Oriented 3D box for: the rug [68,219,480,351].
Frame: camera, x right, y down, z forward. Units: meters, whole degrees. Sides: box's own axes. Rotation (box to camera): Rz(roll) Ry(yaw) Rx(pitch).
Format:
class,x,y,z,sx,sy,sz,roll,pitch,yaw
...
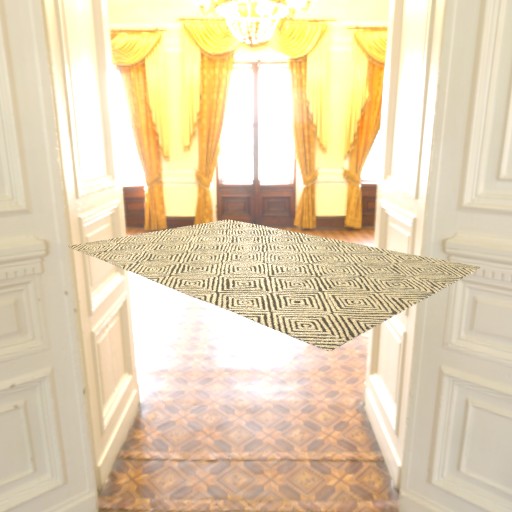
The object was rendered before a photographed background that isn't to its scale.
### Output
class,x,y,z,sx,sy,sz,roll,pitch,yaw
rug,0.000,0.000,2.230,1.177,0.004,1.750,-14,21,-43
